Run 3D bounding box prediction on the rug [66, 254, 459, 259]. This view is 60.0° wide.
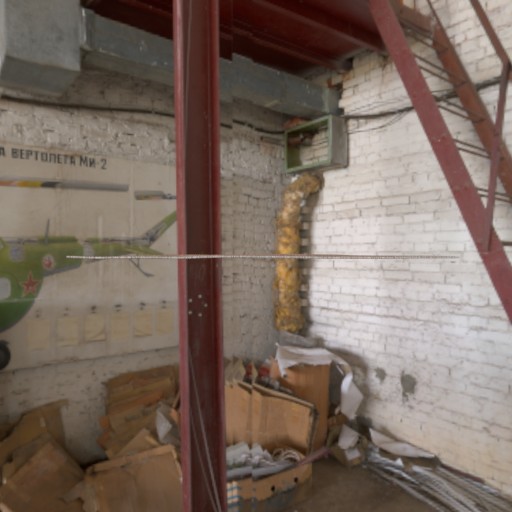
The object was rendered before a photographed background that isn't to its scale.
[{"bbox_3d":[0.000,0.000,2.282,1.220,0.017,1.835,0,0,-2],"label":"rug"}]
